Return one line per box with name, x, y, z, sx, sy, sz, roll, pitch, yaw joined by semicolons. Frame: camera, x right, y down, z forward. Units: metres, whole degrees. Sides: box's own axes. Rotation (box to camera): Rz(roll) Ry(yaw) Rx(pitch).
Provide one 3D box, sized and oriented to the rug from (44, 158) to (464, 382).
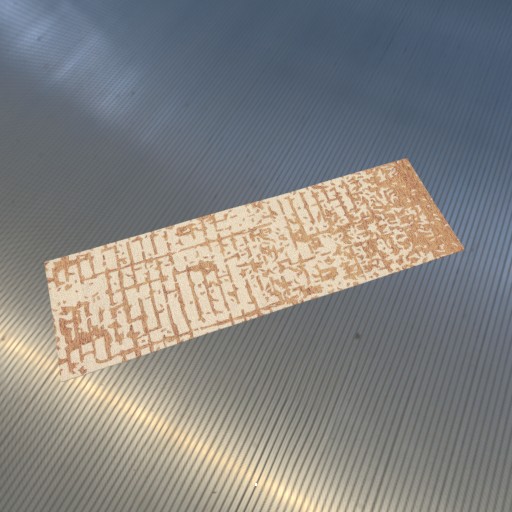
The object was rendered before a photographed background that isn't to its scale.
rug;0.000;0.000;2.682;2.435;0.011;0.750;-17;64;-9
